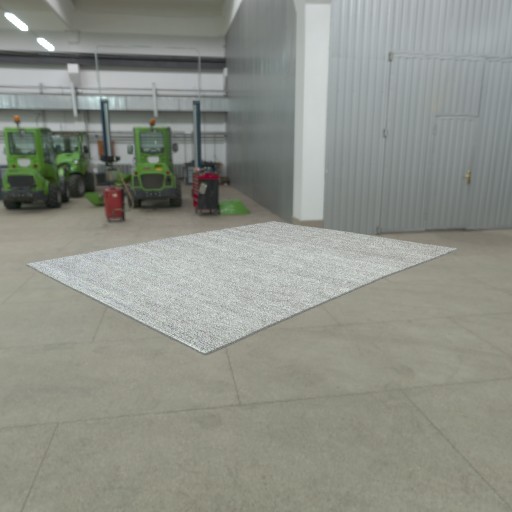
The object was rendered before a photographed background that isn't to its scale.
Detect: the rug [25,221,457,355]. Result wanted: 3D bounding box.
[{"bbox_3d":[0.000,0.000,4.084,2.434,0.045,3.202,13,19,43],"label":"rug"}]
